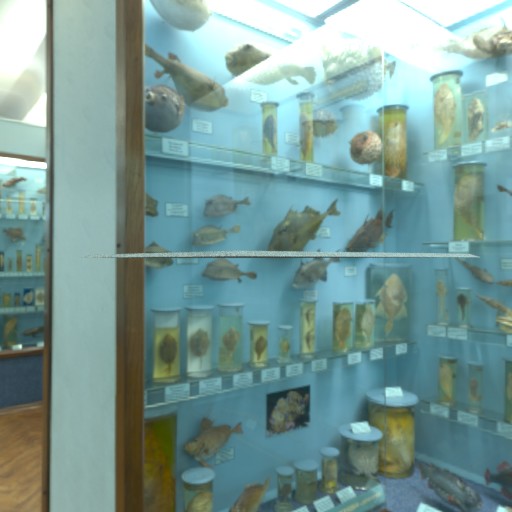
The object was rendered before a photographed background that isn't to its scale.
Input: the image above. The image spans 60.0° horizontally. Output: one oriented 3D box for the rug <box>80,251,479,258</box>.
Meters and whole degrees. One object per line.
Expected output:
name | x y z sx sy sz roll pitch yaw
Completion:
rug | 0.000 0.000 3.985 2.332 0.027 2.933 0 -1 -36
